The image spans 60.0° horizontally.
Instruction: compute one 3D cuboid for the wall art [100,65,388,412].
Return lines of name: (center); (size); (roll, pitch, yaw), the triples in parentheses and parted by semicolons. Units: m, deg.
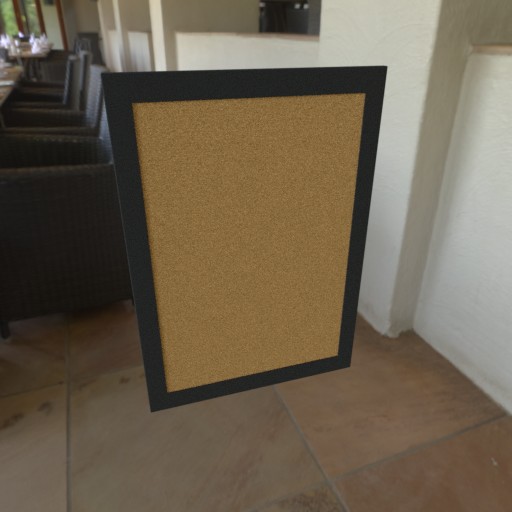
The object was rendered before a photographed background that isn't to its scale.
wall art: (0.000, 0.000, 0.678); (0.374, 0.529, 0.012); (-8, 28, -16)
